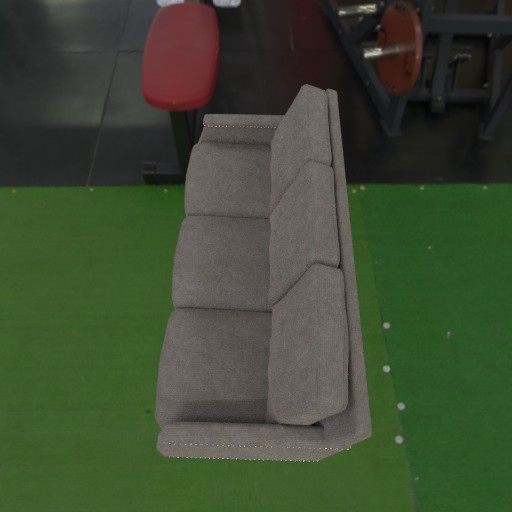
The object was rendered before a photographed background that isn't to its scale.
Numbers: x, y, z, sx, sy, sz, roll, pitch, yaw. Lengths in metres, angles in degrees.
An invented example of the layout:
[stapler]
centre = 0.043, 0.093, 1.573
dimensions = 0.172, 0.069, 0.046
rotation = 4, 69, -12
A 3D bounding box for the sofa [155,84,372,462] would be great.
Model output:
[sofa]
centre = 0.000, 0.000, 2.740
dimensions = 1.034, 1.042, 2.226
rotation = 1, 58, 1
